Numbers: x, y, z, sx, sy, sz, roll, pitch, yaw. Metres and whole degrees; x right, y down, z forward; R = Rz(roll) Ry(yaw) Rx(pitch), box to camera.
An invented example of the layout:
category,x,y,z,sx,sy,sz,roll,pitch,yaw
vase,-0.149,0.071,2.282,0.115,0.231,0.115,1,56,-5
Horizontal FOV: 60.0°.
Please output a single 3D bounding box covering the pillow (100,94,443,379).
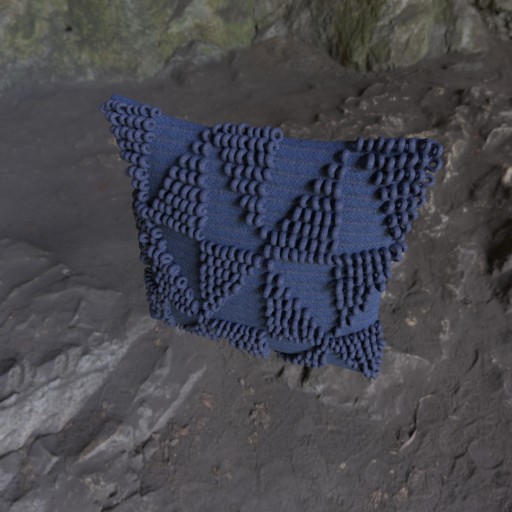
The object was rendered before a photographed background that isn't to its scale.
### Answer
category,x,y,z,sx,sy,sz,roll,pitch,yaw
pillow,0.000,0.000,0.716,0.469,0.466,0.172,12,41,14
